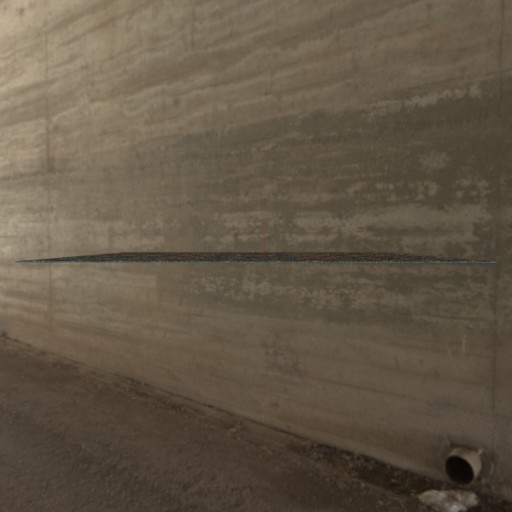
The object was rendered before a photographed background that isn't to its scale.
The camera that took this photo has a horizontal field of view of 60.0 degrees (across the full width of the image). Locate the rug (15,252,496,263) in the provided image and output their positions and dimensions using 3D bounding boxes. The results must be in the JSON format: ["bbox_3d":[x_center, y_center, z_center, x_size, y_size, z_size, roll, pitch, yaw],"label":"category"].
[{"bbox_3d":[0.000,0.000,4.194,3.291,0.013,2.337,0,2,1],"label":"rug"}]
